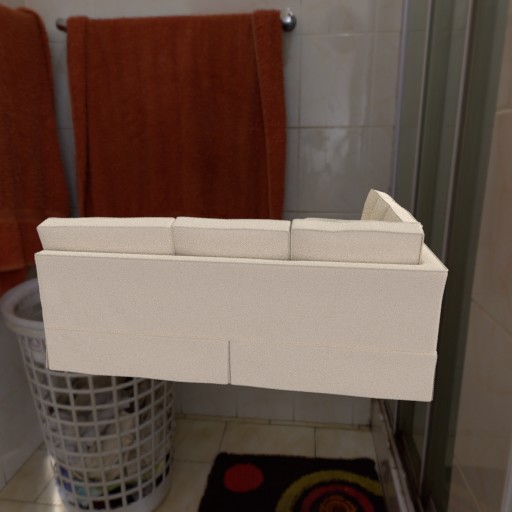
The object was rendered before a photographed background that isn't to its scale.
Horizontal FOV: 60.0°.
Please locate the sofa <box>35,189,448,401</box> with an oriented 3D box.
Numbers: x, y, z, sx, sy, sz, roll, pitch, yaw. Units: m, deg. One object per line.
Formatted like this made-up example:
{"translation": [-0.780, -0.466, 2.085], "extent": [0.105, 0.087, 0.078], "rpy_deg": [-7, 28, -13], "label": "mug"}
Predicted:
{"translation": [0.000, 0.000, 3.972], "extent": [2.597, 1.070, 2.591], "rpy_deg": [2, 15, 9], "label": "sofa"}
